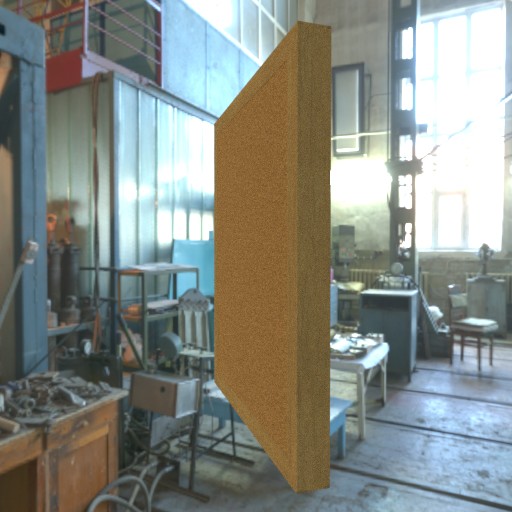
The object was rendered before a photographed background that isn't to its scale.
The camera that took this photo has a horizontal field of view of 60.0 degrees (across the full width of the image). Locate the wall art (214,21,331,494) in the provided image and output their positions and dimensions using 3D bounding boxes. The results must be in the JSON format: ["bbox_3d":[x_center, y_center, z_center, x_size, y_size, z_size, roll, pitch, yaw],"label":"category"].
[{"bbox_3d":[0.000,0.000,0.508,0.030,0.380,0.312,0,1,-18],"label":"wall art"}]
